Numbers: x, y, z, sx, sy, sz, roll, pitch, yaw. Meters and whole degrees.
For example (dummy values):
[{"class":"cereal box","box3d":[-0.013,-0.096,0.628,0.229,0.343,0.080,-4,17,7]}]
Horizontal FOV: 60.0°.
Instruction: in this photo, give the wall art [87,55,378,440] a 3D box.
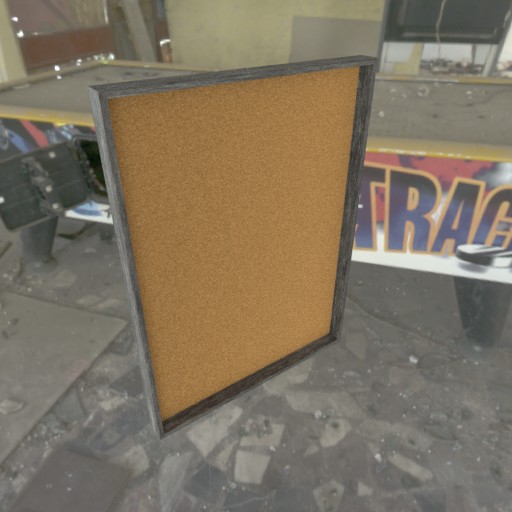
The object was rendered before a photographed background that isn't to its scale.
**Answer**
[{"class":"wall art","box3d":[0.000,0.000,1.295,0.762,1.016,0.063,-20,37,-30]}]
